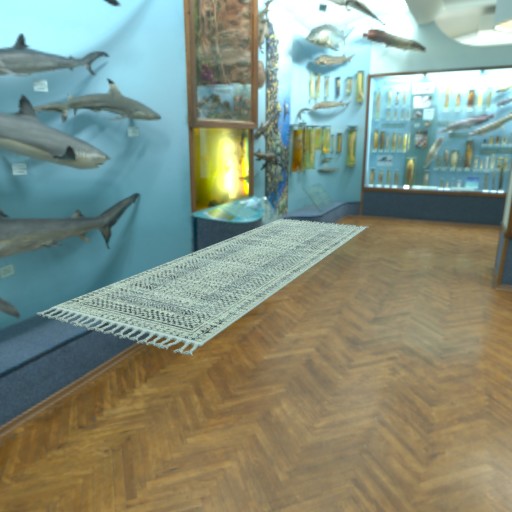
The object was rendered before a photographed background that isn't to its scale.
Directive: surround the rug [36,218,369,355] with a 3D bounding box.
[{"bbox_3d":[0.000,0.000,2.707,0.786,0.013,2.480,8,17,26],"label":"rug"}]
